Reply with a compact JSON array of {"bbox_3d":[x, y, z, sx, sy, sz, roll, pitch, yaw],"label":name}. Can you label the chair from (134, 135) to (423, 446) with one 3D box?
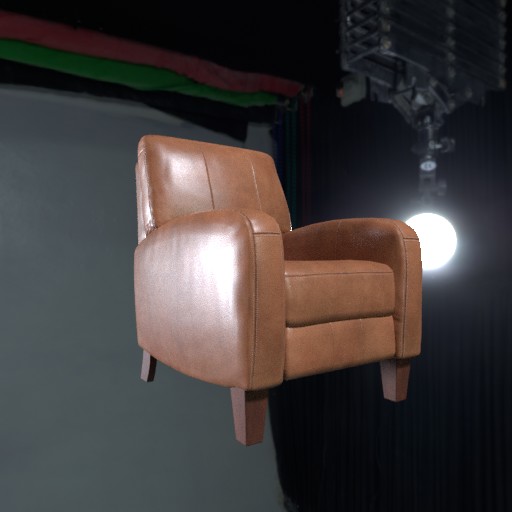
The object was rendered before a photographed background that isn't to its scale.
[{"bbox_3d":[0.000,0.000,1.687,0.762,0.990,0.990,0,0,-35],"label":"chair"}]
